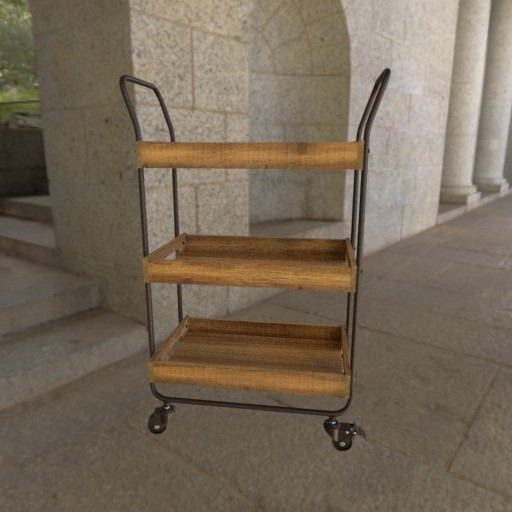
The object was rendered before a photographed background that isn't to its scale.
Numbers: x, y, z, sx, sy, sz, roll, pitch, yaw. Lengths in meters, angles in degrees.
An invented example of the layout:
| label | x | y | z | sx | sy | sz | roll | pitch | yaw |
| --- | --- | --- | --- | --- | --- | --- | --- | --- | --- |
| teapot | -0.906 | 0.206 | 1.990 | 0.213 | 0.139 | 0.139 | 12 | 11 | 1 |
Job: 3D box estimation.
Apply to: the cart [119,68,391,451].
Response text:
| label | x | y | z | sx | sy | sz | roll | pitch | yaw |
| --- | --- | --- | --- | --- | --- | --- | --- | --- | --- |
| cart | 0.000 | 0.000 | 1.130 | 0.583 | 0.857 | 0.339 | 2 | 14 | 8 |
